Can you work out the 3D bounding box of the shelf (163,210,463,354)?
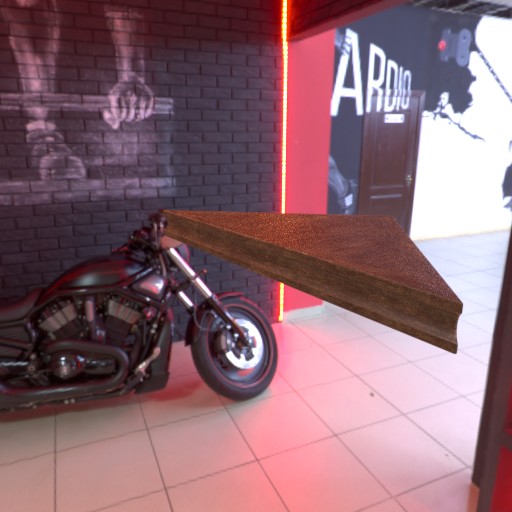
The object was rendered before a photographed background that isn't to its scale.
[{"bbox_3d":[0.000,0.000,0.432,0.296,0.035,0.296,2,15,8],"label":"shelf"}]
